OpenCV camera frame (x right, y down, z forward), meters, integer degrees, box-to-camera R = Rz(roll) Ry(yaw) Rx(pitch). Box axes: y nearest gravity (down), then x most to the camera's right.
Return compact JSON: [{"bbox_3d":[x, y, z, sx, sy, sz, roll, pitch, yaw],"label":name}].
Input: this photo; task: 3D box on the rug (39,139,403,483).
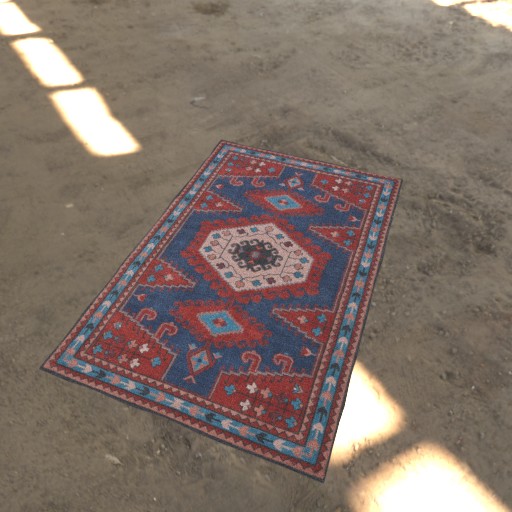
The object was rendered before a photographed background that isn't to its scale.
[{"bbox_3d":[0.000,0.000,2.239,1.207,0.012,1.820,16,49,14],"label":"rug"}]
